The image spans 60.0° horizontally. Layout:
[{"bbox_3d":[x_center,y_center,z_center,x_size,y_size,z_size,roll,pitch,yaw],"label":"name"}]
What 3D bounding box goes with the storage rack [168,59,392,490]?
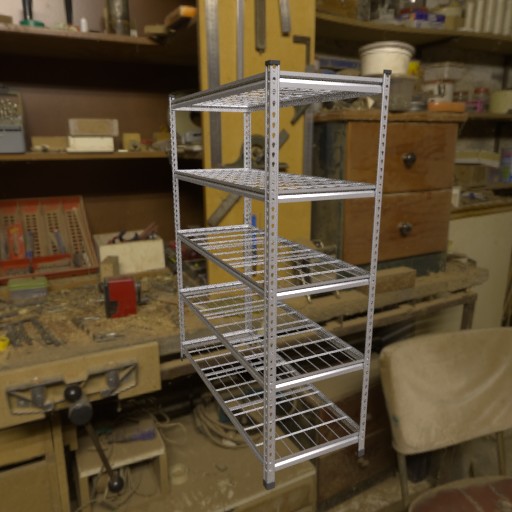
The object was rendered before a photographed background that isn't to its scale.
[{"bbox_3d":[0.000,0.000,2.740,0.610,1.981,1.524,-7,16,-25],"label":"storage rack"}]
